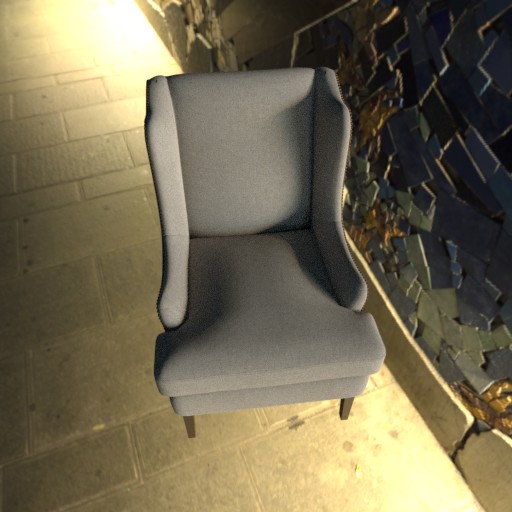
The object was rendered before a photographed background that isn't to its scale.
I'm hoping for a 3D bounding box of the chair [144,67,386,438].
[{"bbox_3d":[0.000,0.000,1.651,0.737,1.029,0.940,-5,46,-5],"label":"chair"}]
